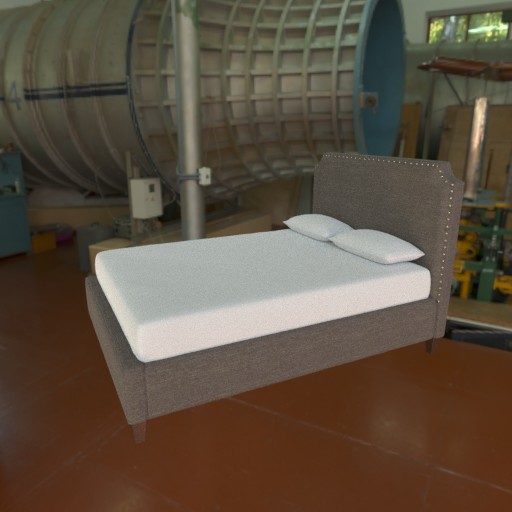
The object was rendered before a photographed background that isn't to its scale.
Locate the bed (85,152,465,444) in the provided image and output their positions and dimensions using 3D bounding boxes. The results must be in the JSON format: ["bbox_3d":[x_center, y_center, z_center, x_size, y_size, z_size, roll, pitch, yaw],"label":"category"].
[{"bbox_3d":[0.000,0.000,3.445,2.381,1.457,1.713,-8,18,-26],"label":"bed"}]
